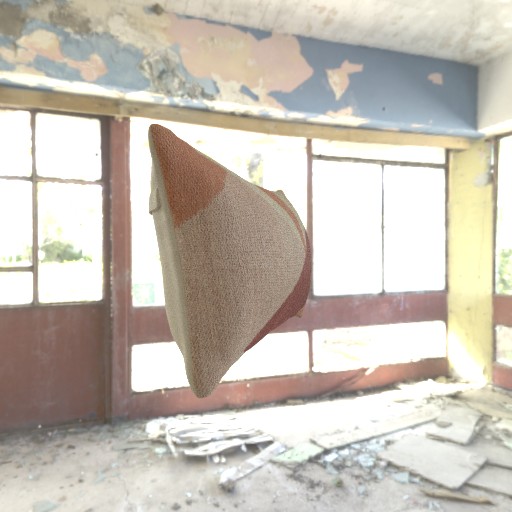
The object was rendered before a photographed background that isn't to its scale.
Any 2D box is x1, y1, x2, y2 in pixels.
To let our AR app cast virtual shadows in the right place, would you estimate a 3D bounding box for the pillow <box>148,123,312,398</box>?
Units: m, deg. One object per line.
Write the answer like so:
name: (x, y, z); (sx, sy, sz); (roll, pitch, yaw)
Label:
pillow: (0.000, 0.000, 0.729); (0.155, 0.292, 0.609); (0, 1, 16)
